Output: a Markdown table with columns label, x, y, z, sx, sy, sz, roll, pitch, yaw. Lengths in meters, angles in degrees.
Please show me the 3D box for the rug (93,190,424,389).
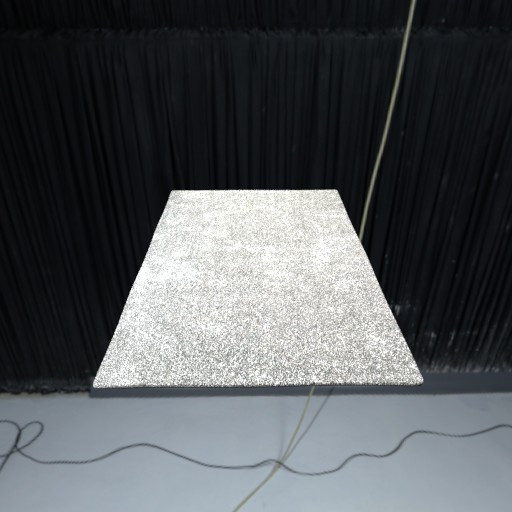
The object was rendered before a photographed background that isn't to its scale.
| label | x | y | z | sx | sy | sz | roll | pitch | yaw |
| --- | --- | --- | --- | --- | --- | --- | --- | --- | --- |
| rug | 0.000 | 0.000 | 3.017 | 1.502 | 0.025 | 2.350 | 0 | 30 | -1 |
